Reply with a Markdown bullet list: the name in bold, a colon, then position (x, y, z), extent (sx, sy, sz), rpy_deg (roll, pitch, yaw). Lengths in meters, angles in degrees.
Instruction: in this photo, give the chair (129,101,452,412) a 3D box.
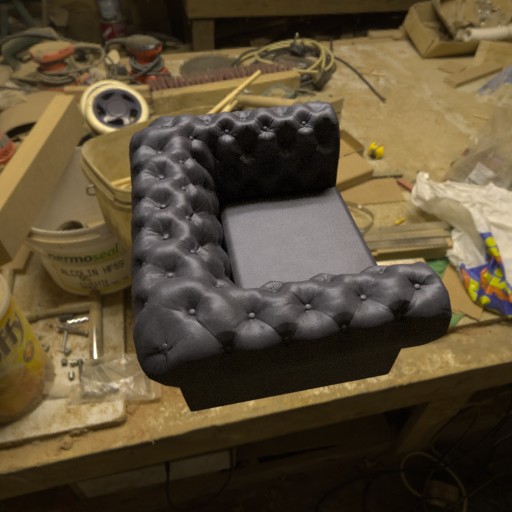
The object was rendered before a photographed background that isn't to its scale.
- **chair**: position (0.000, 0.000, 1.870), extent (0.943, 0.780, 1.298), rpy_deg (-8, 48, -8)
